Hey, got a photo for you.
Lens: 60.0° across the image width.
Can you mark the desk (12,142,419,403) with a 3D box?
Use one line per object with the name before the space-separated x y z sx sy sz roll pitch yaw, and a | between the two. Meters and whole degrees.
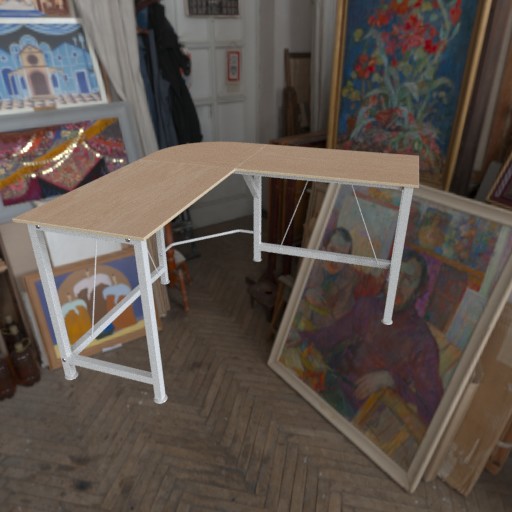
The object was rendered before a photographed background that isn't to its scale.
desk | 0.000 0.000 2.176 1.400 0.762 1.400 8 28 16
